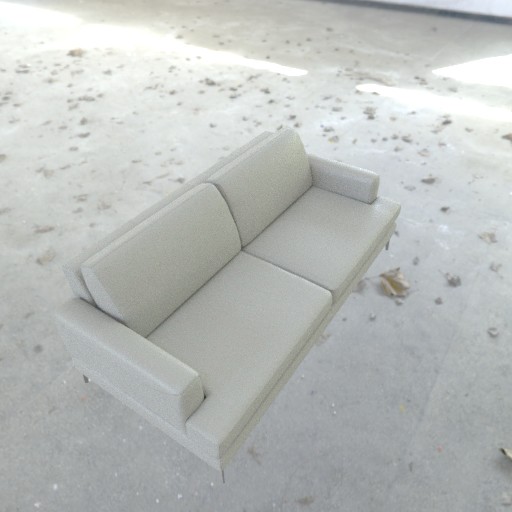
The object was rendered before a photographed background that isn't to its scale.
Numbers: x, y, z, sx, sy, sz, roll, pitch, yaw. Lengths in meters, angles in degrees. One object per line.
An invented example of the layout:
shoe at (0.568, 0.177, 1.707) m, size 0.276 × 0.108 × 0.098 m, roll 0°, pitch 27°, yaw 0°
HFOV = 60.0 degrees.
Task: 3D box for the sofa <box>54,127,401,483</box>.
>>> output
sofa at (0.000, 0.000, 2.423) m, size 0.974 × 0.765 × 1.940 m, roll 24°, pitch 46°, yaw 25°
